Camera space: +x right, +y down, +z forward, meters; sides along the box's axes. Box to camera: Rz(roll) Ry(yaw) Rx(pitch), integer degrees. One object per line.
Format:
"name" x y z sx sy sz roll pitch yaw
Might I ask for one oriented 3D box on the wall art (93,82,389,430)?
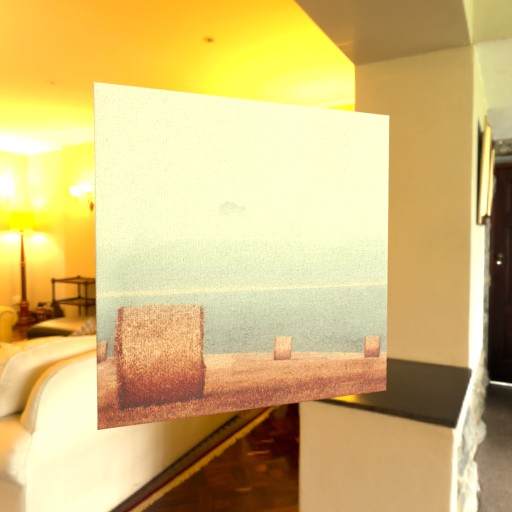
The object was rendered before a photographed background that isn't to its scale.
"wall art" 0.000 0.000 0.886 0.605 0.605 0.034 -1 2 -20
